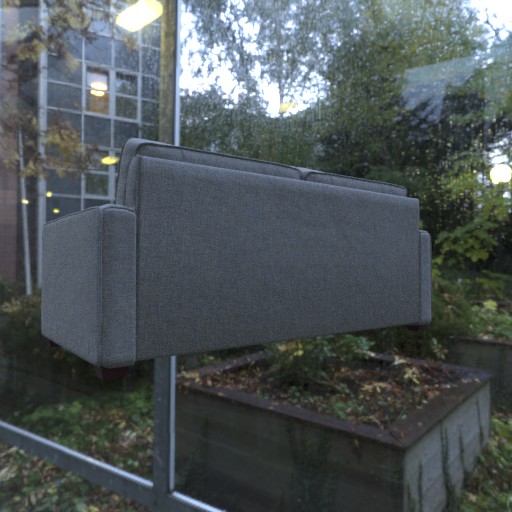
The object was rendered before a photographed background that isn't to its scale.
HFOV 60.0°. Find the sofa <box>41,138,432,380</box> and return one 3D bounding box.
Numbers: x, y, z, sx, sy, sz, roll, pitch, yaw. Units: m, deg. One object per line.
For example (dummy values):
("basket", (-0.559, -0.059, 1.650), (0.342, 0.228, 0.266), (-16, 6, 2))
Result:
("sofa", (0.000, 0.000, 2.506), (2.078, 0.918, 0.945), (1, -2, -37))
